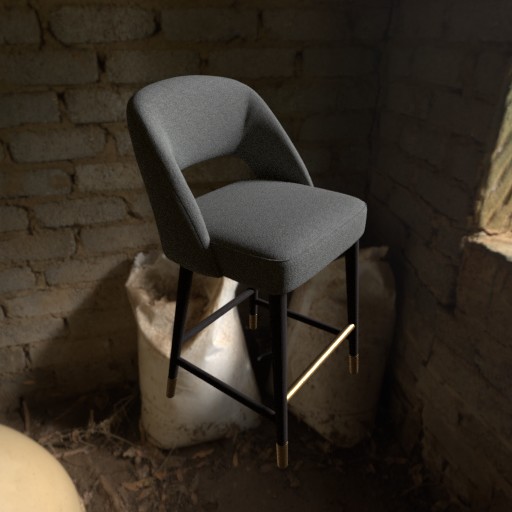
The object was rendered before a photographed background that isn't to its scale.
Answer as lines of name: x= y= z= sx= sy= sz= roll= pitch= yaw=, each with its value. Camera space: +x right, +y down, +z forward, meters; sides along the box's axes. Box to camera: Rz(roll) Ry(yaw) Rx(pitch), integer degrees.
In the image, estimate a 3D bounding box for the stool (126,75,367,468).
stool: x=0.000 y=0.000 z=1.259 sx=0.524 sy=0.925 sz=0.536 roll=19 pitch=33 yaw=32
